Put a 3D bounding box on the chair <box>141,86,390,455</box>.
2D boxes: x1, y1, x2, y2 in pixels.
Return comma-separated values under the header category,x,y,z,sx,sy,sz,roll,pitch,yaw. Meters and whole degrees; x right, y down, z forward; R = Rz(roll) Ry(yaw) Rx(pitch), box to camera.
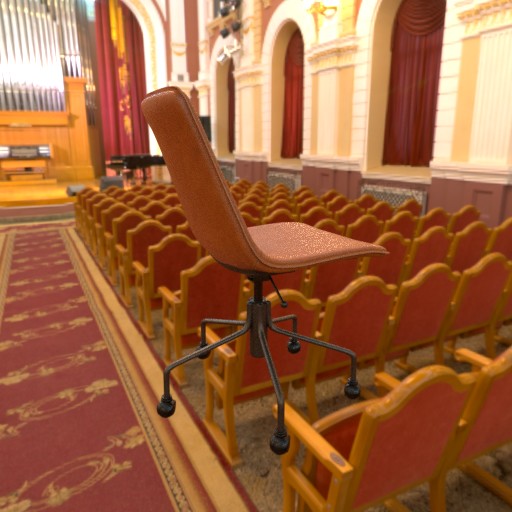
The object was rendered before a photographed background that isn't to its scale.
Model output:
category,x,y,z,sx,sy,sz,roll,pitch,yaw
chair,0.000,0.000,1.352,0.660,0.920,0.651,-7,16,-25
